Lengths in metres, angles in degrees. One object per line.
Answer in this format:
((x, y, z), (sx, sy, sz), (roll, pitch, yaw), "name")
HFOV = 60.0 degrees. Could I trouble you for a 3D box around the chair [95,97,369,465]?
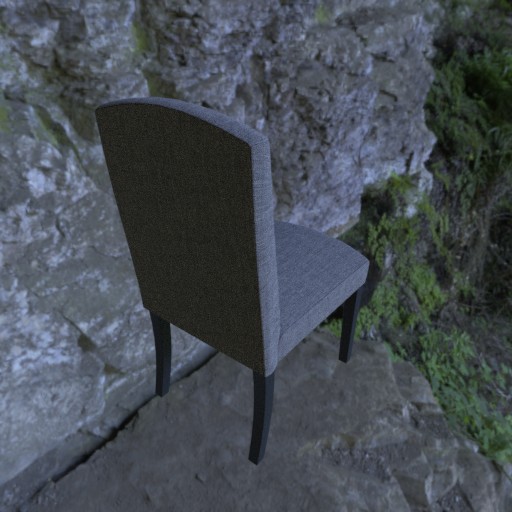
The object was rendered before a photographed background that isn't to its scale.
((0.000, 0.000, 1.239), (0.451, 0.917, 0.580), (22, 36, 32), "chair")
